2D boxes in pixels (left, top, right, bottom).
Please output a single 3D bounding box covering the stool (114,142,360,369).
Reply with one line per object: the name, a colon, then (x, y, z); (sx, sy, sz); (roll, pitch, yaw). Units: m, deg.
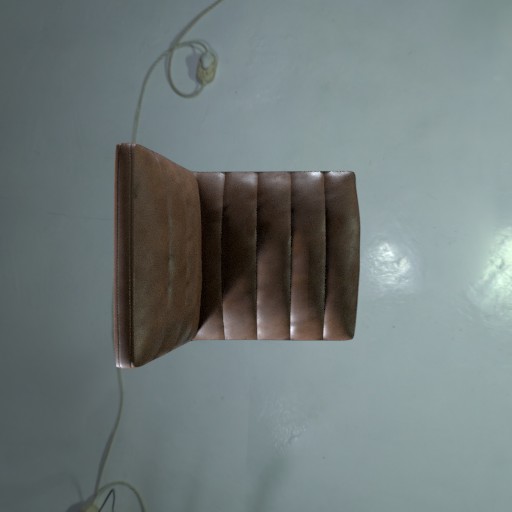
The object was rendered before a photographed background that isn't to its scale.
stool: (0.000, 0.000, 1.372); (0.562, 1.065, 0.463); (0, 90, 0)
